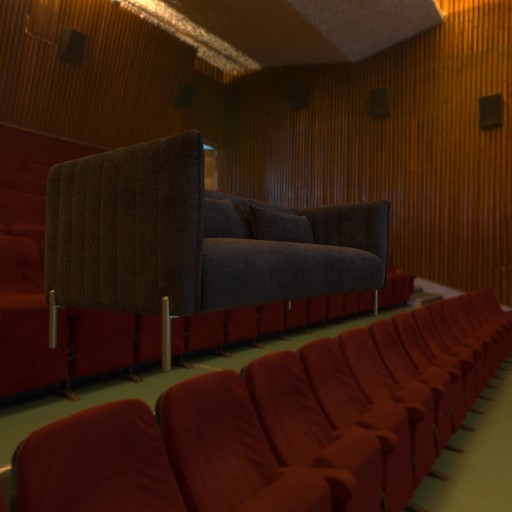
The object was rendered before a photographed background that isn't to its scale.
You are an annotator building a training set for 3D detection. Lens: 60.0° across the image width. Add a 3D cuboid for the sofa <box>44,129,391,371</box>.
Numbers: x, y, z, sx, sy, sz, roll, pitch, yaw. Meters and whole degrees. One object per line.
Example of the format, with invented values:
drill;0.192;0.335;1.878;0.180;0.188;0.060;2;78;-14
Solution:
sofa;0.000;0.000;2.410;0.876;0.780;1.980;-1;-1;35
